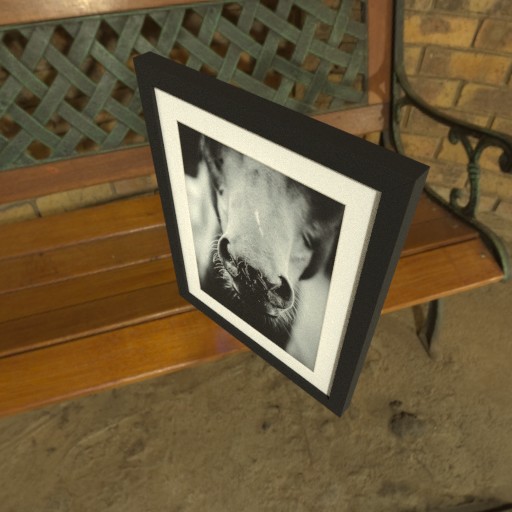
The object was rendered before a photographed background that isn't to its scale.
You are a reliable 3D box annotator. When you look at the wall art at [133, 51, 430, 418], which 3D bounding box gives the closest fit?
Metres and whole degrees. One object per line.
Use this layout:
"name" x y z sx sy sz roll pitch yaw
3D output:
"wall art" 0.000 0.000 0.761 0.457 0.559 0.033 32 54 27
